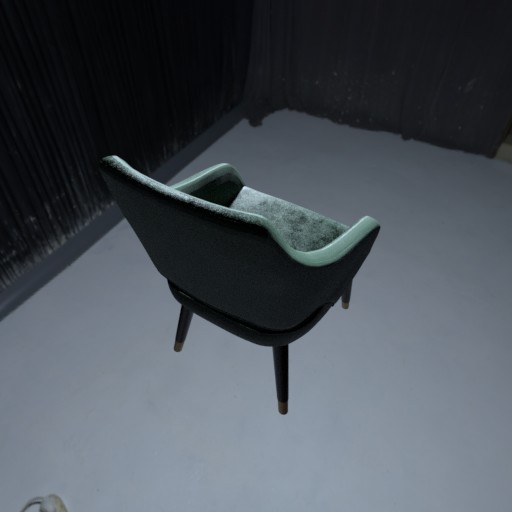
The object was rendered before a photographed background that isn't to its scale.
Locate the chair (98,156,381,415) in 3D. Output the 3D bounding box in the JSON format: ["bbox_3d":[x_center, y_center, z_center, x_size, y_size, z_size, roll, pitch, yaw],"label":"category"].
[{"bbox_3d":[0.000,0.000,1.590,0.683,1.081,0.794,24,51,22],"label":"chair"}]
